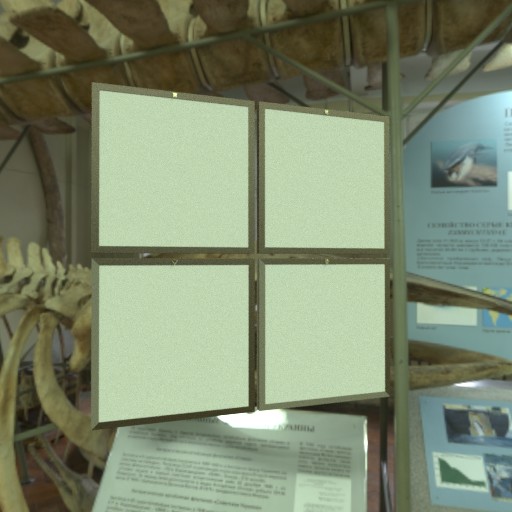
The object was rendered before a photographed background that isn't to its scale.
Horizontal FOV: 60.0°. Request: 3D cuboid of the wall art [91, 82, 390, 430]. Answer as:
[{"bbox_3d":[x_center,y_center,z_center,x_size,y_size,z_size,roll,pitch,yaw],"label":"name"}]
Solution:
[{"bbox_3d":[0.000,0.000,1.482,1.032,1.032,0.030,0,-1,-18],"label":"wall art"}]
